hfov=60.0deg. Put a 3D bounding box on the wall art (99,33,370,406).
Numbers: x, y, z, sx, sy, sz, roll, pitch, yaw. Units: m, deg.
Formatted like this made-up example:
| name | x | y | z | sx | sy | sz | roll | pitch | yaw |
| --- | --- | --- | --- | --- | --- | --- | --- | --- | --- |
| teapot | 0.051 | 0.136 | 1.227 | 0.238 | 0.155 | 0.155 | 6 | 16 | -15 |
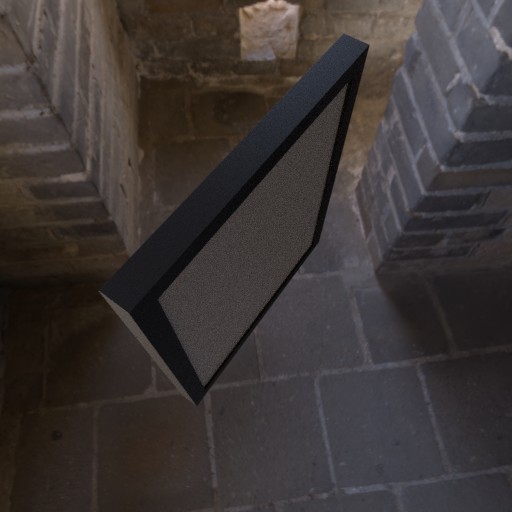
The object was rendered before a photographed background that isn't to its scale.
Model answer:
| name | x | y | z | sx | sy | sz | roll | pitch | yaw |
| --- | --- | --- | --- | --- | --- | --- | --- | --- | --- |
| wall art | 0.000 | 0.000 | 0.530 | 0.029 | 0.381 | 0.330 | 32 | 67 | 16 |
